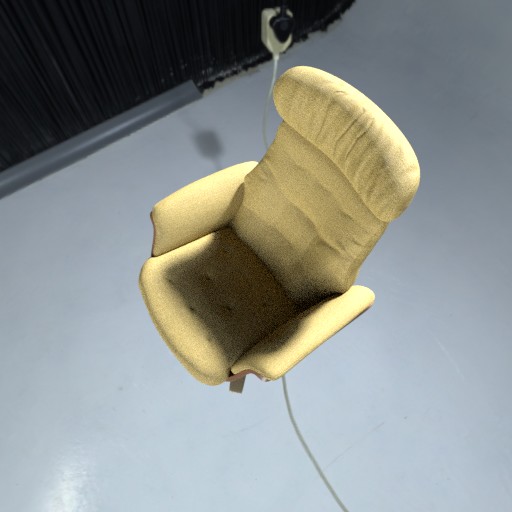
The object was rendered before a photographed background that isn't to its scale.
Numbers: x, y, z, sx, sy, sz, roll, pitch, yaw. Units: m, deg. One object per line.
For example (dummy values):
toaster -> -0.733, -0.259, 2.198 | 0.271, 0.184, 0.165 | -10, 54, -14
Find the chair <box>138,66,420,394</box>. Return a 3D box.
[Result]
chair -> 0.000, 0.000, 1.555 | 0.837, 0.995, 0.785 | -32, 67, -15
